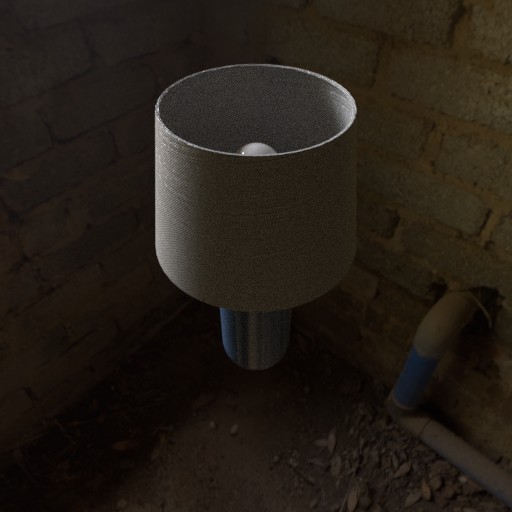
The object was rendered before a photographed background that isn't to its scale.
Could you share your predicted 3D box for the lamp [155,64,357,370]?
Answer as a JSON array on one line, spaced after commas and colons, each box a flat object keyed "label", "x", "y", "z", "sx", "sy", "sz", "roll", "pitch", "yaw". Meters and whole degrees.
[{"label": "lamp", "x": 0.000, "y": 0.000, "z": 0.593, "sx": 0.253, "sy": 0.428, "sz": 0.253, "roll": 0, "pitch": 44, "yaw": 0}]
